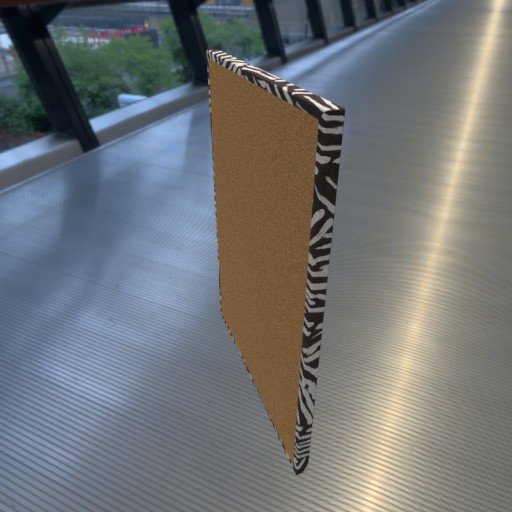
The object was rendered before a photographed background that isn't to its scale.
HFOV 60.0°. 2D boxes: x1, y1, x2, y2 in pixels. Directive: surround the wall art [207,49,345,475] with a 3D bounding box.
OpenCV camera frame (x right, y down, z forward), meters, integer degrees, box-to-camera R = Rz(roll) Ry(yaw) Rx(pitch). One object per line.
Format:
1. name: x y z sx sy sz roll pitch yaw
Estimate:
1. wall art: 0.000 0.000 1.299 0.038 1.017 0.765 -11 34 -17
